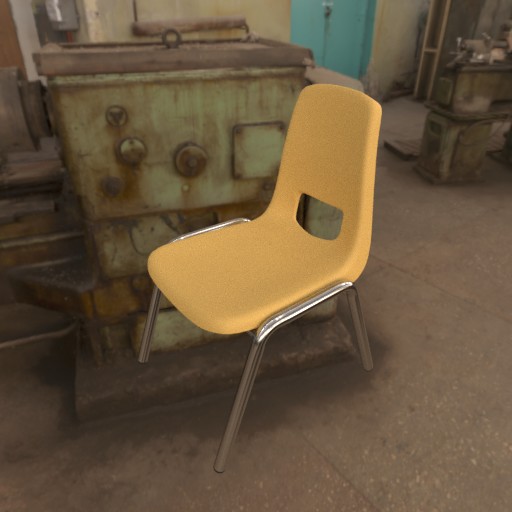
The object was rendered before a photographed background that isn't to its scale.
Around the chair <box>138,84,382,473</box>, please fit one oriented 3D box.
[{"bbox_3d":[0.000,0.000,0.858,0.423,0.586,0.354,-20,36,-31],"label":"chair"}]
